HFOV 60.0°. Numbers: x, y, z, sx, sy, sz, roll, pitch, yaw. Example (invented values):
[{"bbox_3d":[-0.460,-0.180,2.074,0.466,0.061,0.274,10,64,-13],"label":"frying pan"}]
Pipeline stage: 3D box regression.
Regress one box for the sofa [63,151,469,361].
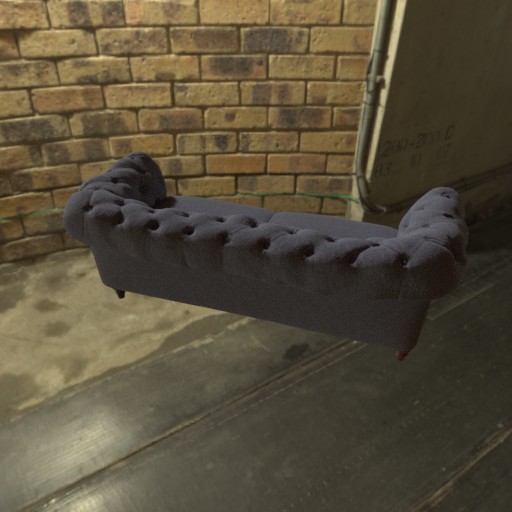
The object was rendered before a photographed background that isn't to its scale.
[{"bbox_3d":[0.000,0.000,2.758,2.335,0.836,1.046,10,34,15],"label":"sofa"}]
